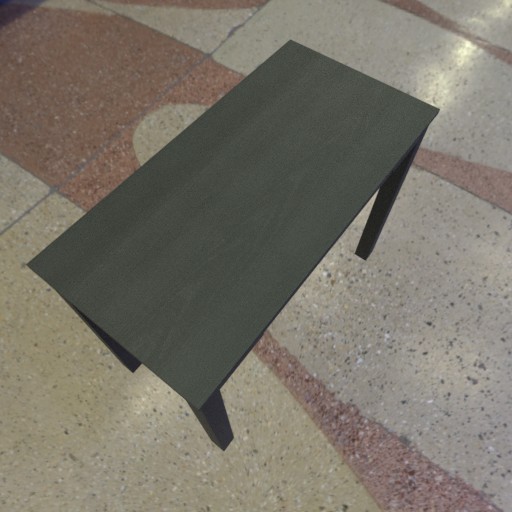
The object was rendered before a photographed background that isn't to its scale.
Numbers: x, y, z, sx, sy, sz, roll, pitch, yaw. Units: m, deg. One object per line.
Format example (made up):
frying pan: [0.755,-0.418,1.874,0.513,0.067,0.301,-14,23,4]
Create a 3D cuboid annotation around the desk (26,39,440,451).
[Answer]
desk: [0.000,0.000,1.412,0.499,0.762,0.991,34,66,18]
